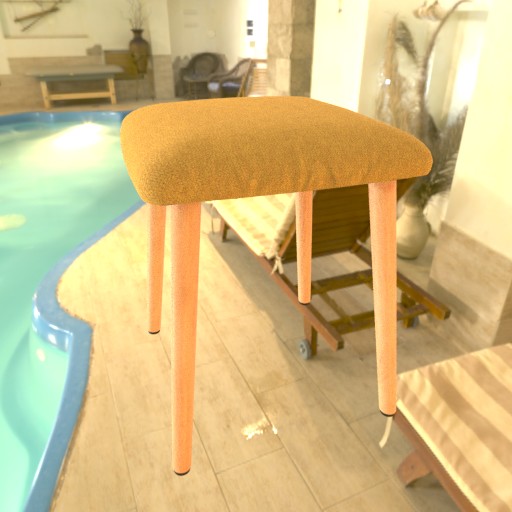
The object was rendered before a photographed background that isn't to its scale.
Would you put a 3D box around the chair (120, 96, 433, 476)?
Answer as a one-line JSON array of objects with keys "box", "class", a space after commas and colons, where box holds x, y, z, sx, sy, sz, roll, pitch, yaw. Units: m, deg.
[{"box": [0.000, 0.000, 0.679, 0.350, 0.440, 0.350, -9, 29, -16], "class": "chair"}]
